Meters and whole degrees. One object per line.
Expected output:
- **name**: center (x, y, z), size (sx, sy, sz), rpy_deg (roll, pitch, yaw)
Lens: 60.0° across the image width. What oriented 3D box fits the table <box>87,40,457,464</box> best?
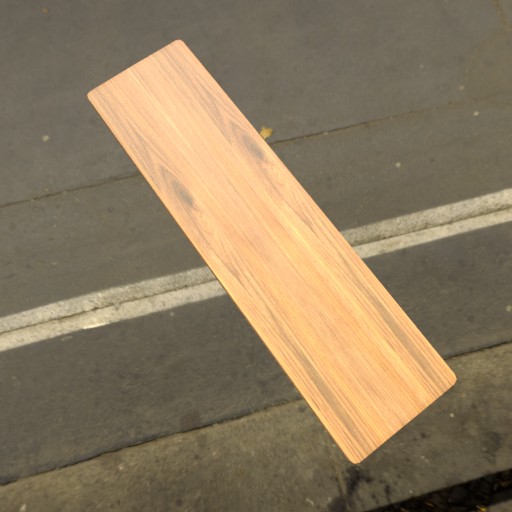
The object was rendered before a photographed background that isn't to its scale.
- **table**: center (0.000, 0.000, 1.910), size (0.425, 0.834, 1.570), rpy_deg (-35, 78, -9)
